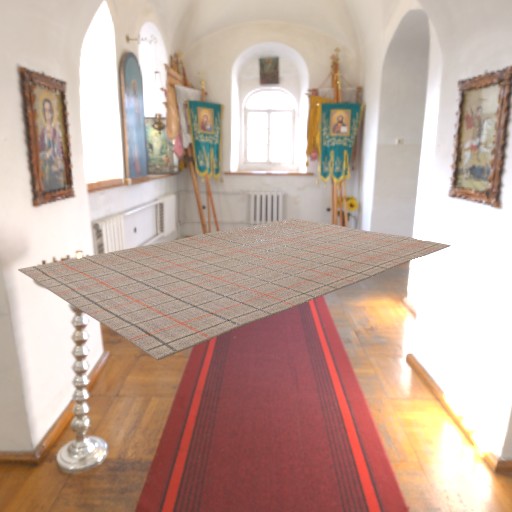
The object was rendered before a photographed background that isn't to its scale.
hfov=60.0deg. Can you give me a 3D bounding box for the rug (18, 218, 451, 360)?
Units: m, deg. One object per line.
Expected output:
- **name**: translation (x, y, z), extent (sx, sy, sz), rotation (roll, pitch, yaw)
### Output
- **rug**: translation (0.000, 0.000, 2.908), extent (2.439, 0.015, 1.524), rotation (-14, 20, -42)
